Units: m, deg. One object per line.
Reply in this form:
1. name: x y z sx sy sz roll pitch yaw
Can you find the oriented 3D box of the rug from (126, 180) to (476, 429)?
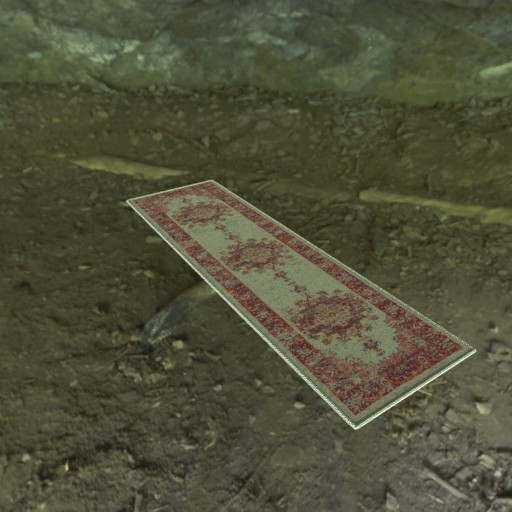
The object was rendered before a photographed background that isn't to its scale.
1. rug: 0.000 0.000 1.992 0.562 0.009 1.824 -19 36 -28
